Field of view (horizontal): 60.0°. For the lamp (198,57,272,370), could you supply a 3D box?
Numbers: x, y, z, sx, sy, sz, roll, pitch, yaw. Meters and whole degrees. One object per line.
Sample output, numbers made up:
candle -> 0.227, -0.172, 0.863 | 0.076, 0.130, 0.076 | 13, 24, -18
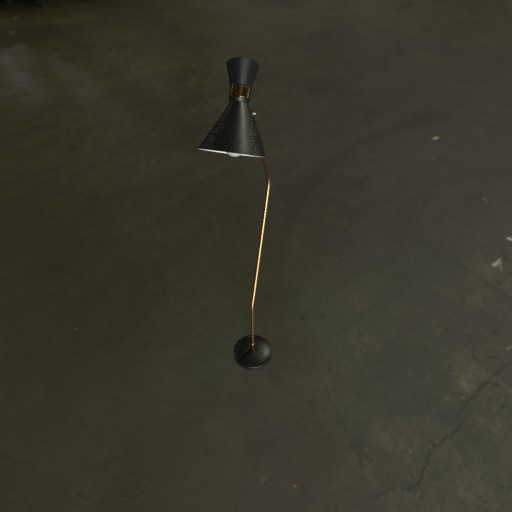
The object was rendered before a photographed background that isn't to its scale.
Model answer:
lamp -> 0.000, 0.000, 1.617 | 0.277, 1.438, 0.467 | 30, 52, 27
